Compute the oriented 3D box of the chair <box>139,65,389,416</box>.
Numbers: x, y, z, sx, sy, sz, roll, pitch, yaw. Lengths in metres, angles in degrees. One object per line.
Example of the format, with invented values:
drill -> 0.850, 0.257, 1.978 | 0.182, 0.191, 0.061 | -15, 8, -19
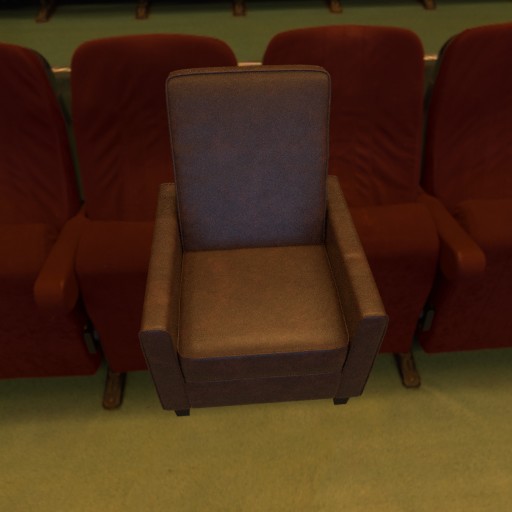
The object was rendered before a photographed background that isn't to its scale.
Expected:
chair -> 0.000, 0.000, 1.517 | 0.705, 1.013, 0.746 | -3, 47, -3
